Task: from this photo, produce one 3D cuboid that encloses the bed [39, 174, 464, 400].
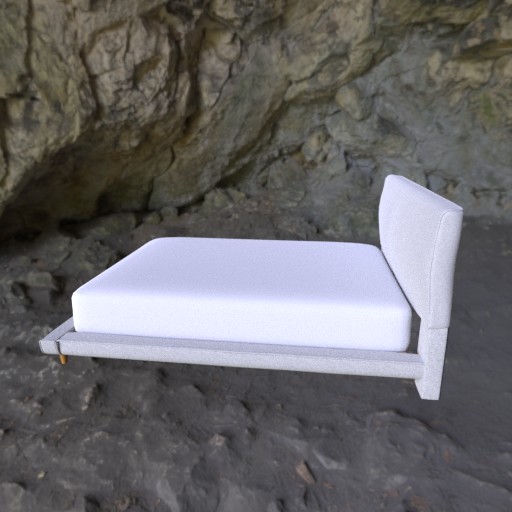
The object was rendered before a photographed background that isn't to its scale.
[{"bbox_3d":[0.000,0.000,3.278,2.368,1.067,1.840,2,16,7],"label":"bed"}]
